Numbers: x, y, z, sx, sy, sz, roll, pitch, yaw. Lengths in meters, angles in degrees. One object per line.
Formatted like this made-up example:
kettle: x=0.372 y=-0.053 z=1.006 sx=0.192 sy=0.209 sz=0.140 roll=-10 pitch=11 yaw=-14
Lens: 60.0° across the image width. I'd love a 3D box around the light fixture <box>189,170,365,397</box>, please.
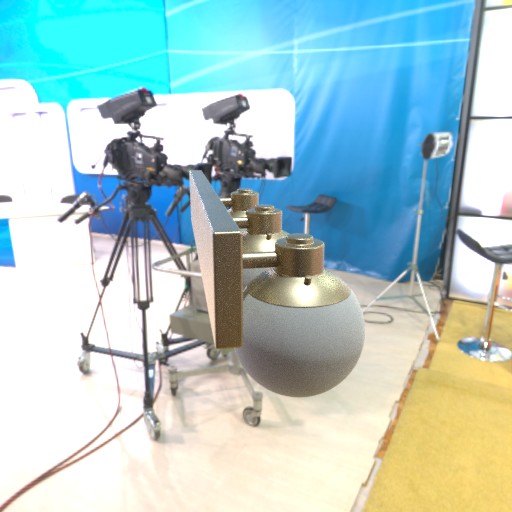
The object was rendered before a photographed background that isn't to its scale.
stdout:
light fixture: x=0.000 y=0.000 z=0.845 sx=0.218 sy=0.263 sz=0.721 roll=-3 pitch=16 yaw=-10
